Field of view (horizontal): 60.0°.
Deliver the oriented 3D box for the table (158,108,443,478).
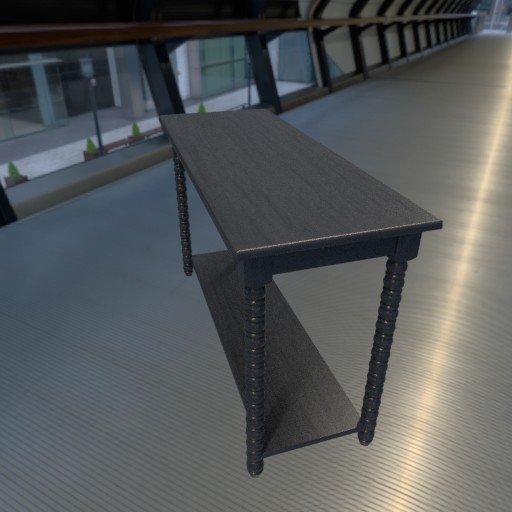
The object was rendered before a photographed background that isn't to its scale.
[{"bbox_3d":[0.000,0.000,1.527,0.459,0.735,1.184,-9,31,-15],"label":"table"}]
